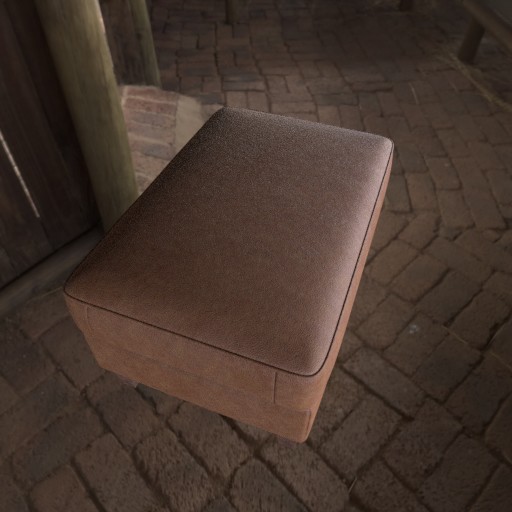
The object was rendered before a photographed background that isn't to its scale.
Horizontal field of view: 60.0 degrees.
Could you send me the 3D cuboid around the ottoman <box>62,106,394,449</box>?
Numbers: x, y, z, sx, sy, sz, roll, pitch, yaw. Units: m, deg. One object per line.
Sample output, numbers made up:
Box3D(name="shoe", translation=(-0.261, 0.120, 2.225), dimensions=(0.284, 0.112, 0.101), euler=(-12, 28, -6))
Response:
Box3D(name="ottoman", translation=(0.000, 0.000, 1.238), dimensions=(0.584, 0.483, 0.864), euler=(16, 49, 14))
